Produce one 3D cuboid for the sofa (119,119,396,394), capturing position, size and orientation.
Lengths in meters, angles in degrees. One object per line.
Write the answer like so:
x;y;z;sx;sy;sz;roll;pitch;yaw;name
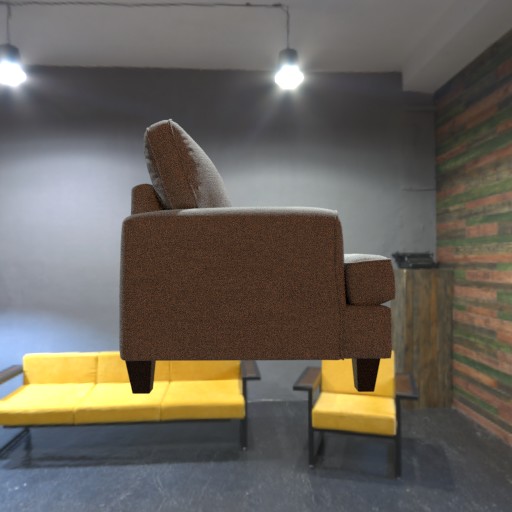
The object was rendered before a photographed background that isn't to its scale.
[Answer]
0.000;0.000;2.296;0.965;0.965;1.651;0;-1;-1;sofa
